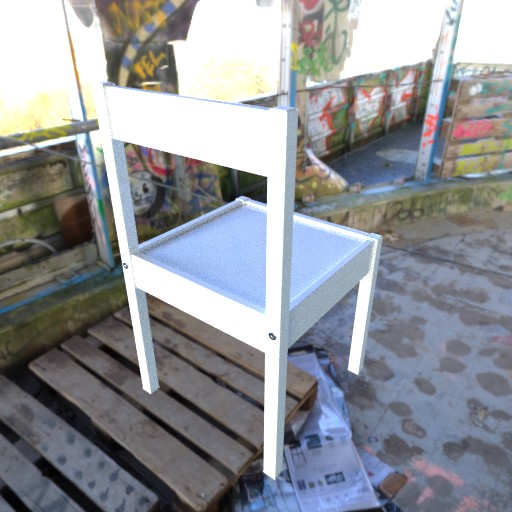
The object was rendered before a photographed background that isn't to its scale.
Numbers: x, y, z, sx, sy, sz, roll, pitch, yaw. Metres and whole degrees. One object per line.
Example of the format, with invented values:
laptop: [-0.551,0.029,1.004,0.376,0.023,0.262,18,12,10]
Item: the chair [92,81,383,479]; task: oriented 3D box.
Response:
chair: [0.000,0.000,0.679,0.285,0.505,0.285,20,35,32]
